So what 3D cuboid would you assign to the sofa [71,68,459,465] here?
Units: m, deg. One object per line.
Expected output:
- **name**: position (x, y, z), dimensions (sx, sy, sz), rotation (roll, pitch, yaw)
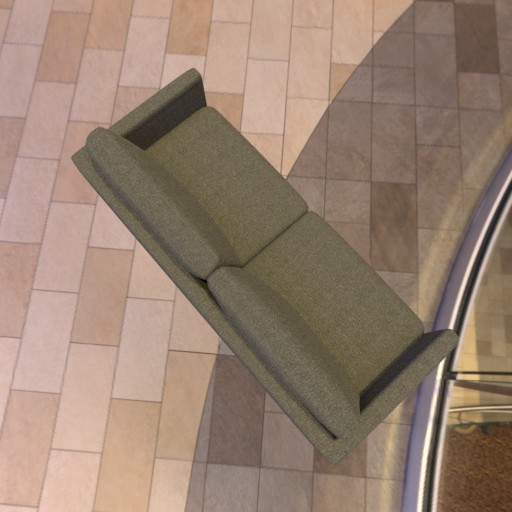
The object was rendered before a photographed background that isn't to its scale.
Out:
- **sofa**: position (0.000, 0.000, 2.668), dimensions (0.948, 0.965, 2.208), rotation (-41, 79, -10)
